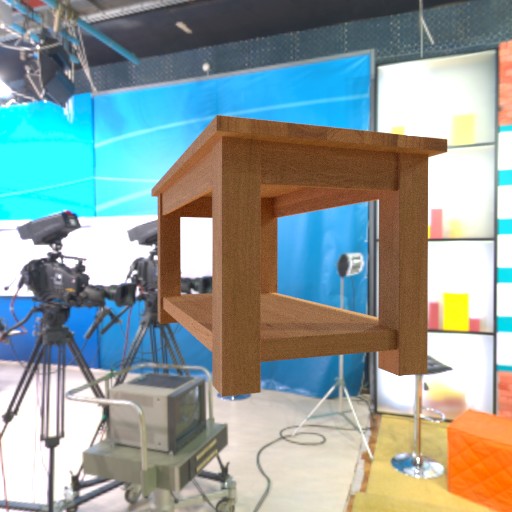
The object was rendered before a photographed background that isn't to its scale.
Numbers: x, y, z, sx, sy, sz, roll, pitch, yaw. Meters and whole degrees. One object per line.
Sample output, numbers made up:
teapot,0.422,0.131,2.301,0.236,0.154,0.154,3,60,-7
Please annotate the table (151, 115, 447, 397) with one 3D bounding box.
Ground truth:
table,0.000,0.000,1.190,0.450,0.452,0.899,0,1,-20
